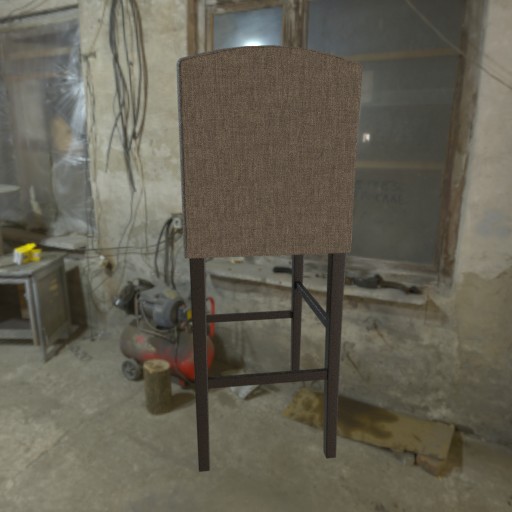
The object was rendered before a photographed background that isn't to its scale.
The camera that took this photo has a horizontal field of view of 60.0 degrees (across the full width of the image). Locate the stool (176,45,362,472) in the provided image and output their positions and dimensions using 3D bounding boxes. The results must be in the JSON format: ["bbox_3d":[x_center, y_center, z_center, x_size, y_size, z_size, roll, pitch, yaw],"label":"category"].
[{"bbox_3d":[0.000,0.000,1.415,0.451,1.138,0.552,-2,14,-8],"label":"stool"}]
